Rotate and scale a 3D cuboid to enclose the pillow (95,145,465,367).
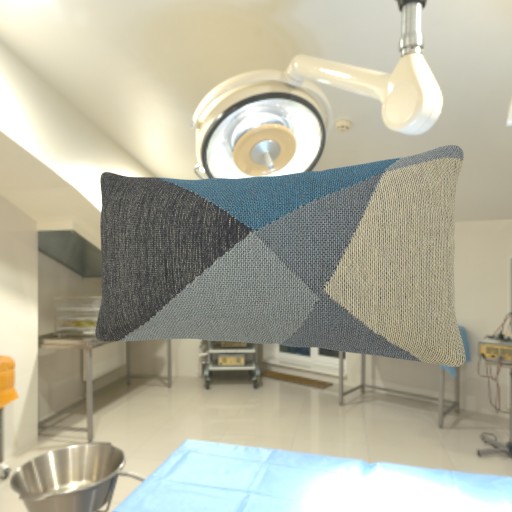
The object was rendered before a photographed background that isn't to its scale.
[{"bbox_3d":[0.000,0.000,0.702,0.604,0.307,0.148,0,0,18],"label":"pillow"}]
